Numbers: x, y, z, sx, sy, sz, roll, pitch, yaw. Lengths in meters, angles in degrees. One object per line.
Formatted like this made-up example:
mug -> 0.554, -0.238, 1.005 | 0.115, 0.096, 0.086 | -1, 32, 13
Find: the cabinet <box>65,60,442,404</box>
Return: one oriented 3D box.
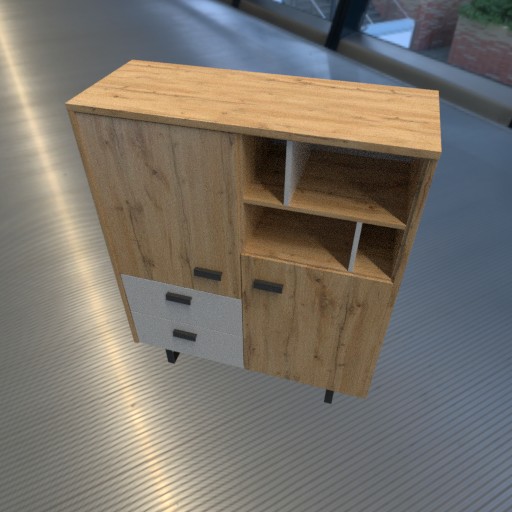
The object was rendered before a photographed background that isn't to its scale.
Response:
cabinet -> 0.000, 0.000, 1.933 | 1.168, 1.397, 0.473 | 11, 42, 12
